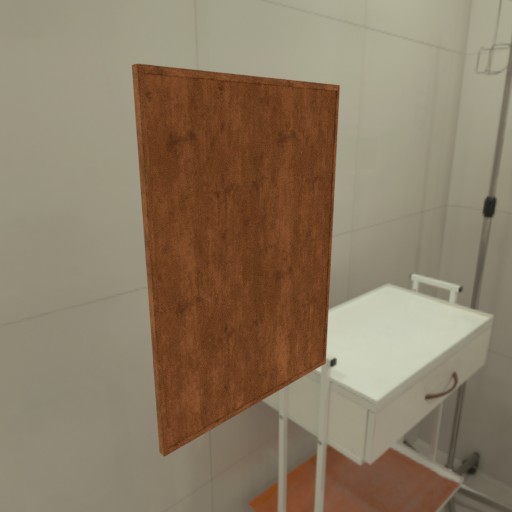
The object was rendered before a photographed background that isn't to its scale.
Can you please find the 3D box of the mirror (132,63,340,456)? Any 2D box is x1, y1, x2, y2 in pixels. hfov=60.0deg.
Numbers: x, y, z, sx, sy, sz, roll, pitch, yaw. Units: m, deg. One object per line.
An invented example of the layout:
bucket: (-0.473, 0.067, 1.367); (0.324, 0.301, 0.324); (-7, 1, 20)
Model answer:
mirror: (0.000, 0.000, 1.458); (0.796, 1.099, 0.028); (-15, 22, -42)
